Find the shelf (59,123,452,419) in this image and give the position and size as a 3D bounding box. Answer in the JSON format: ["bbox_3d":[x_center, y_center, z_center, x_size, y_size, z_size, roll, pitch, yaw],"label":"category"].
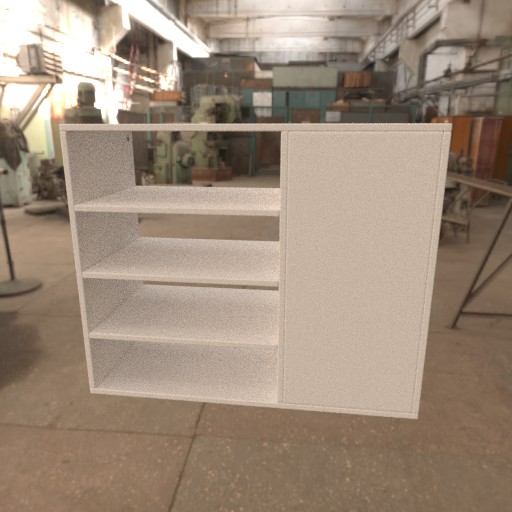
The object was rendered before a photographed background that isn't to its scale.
[{"bbox_3d":[0.000,0.000,1.287,0.895,0.732,0.396,2,16,7],"label":"shelf"}]
